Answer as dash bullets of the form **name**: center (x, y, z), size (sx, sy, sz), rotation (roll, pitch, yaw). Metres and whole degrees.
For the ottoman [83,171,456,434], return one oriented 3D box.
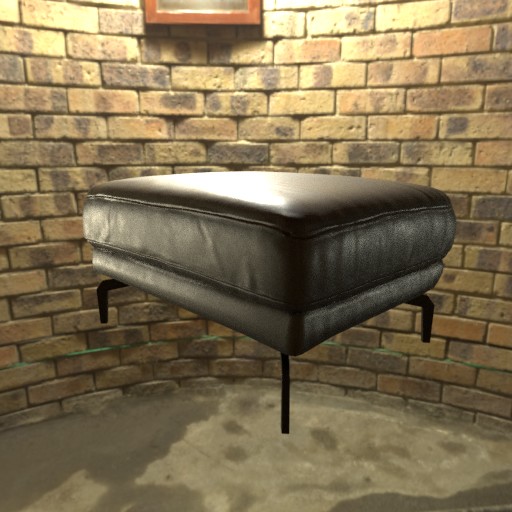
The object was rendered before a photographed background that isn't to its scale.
- **ottoman**: center (0.000, 0.000, 1.089), size (0.570, 0.402, 0.764), rotation (-13, 18, -43)
